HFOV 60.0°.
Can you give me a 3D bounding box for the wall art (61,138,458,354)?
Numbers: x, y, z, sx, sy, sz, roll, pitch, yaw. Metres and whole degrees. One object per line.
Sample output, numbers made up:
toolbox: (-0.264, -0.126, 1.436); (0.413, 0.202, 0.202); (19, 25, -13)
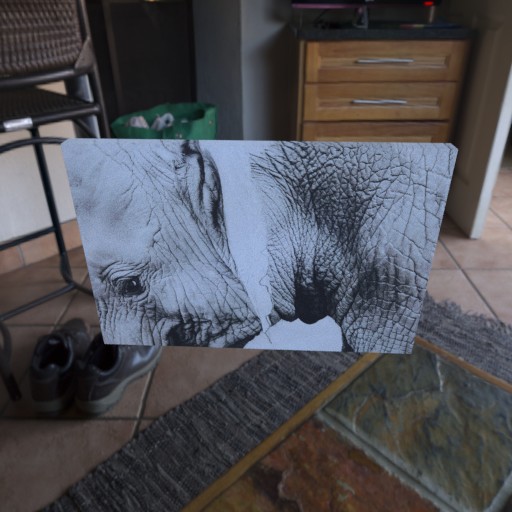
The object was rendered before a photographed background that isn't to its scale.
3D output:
wall art: (0.000, 0.000, 0.798); (0.613, 0.407, 0.035); (1, 30, 2)
